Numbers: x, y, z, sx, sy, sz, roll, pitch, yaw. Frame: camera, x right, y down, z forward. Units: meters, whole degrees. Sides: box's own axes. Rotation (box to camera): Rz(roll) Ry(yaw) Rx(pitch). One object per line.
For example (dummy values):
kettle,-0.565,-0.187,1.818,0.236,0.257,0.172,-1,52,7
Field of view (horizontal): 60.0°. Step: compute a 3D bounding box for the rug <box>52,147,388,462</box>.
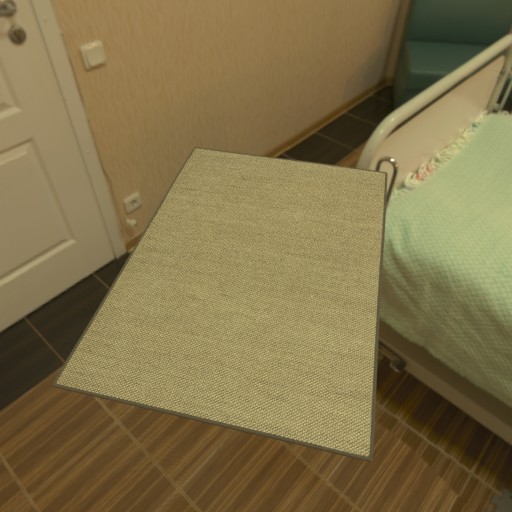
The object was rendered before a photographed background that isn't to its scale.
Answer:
rug,0.000,0.000,2.717,1.523,0.012,2.133,10,47,9
